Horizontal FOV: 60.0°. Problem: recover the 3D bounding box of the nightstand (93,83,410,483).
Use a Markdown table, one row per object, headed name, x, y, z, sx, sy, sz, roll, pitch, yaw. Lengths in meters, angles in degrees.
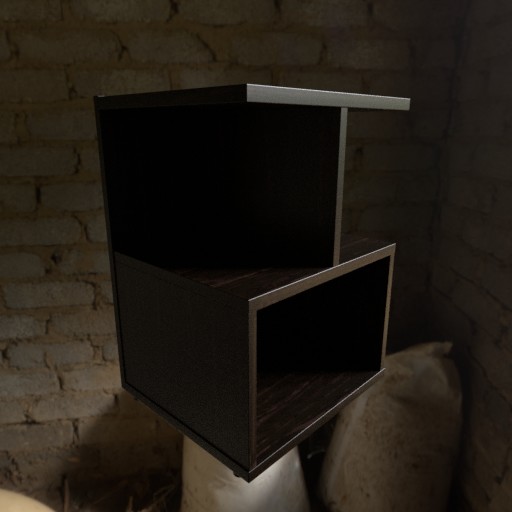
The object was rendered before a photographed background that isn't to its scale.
| name | x | y | z | sx | sy | sz | roll | pitch | yaw |
| --- | --- | --- | --- | --- | --- | --- | --- | --- | --- |
| nightstand | 0.000 | 0.000 | 0.824 | 0.356 | 0.559 | 0.400 | 15 | 22 | 42 |
